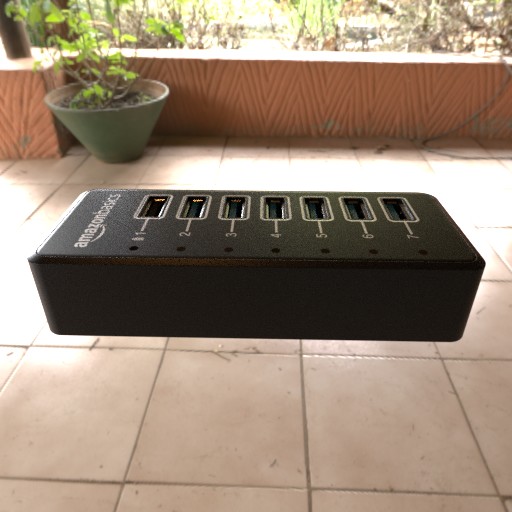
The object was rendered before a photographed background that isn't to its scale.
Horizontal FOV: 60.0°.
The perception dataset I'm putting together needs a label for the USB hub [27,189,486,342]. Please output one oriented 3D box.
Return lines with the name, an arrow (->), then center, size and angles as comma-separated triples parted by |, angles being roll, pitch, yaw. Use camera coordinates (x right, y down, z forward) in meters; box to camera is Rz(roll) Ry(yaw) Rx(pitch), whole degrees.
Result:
USB hub -> 0.000, 0.000, 0.127 | 0.110, 0.023, 0.044 | 1, 32, 1
